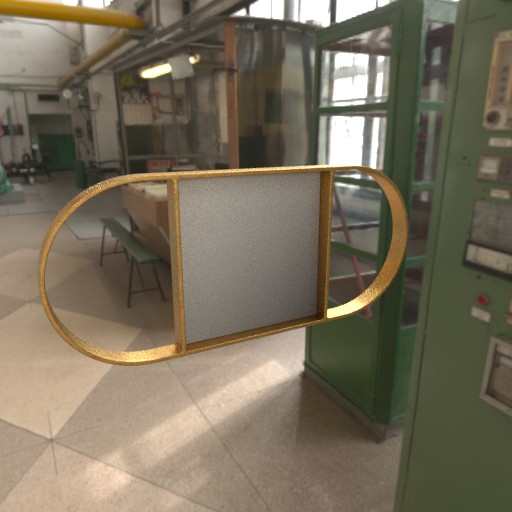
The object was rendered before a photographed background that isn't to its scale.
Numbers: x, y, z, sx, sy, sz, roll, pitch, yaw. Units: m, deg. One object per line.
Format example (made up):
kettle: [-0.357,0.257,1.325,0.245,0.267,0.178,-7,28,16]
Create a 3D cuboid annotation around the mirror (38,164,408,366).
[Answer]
mirror: [0.000,0.000,0.658,0.584,0.254,0.032,-8,18,-26]
